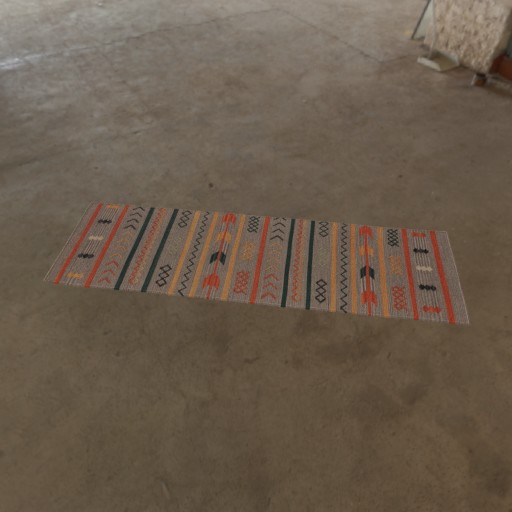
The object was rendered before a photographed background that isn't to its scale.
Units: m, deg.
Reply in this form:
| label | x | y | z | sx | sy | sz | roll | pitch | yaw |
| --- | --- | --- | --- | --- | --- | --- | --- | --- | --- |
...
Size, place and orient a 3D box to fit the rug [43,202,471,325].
| label | x | y | z | sx | sy | sz | roll | pitch | yaw |
| --- | --- | --- | --- | --- | --- | --- | --- | --- | --- |
| rug | 0.000 | 0.000 | 2.730 | 2.419 | 0.022 | 0.744 | 5 | 46 | 5 |
